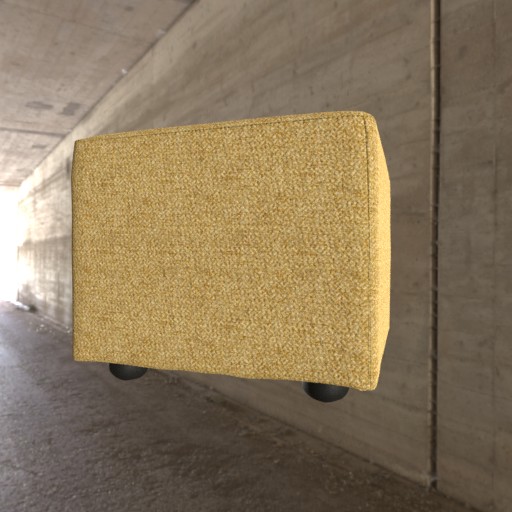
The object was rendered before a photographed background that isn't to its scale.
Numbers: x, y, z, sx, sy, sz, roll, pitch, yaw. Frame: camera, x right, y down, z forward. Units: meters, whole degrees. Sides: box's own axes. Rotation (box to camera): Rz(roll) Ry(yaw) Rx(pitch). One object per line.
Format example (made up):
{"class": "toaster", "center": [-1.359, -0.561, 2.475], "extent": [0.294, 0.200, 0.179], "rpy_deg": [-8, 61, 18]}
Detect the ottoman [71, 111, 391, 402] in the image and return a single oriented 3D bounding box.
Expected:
{"class": "ottoman", "center": [0.000, 0.000, 0.905], "extent": [0.512, 0.441, 0.505], "rpy_deg": [0, 1, 19]}
